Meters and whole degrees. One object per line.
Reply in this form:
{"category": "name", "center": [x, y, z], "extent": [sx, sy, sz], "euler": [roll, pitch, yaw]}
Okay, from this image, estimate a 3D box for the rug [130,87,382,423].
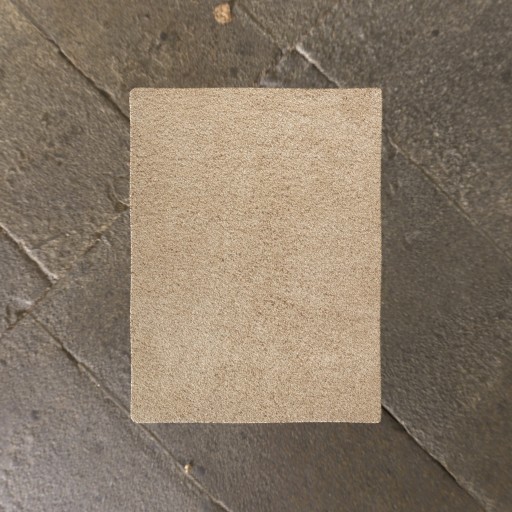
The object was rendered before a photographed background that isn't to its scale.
{"category": "rug", "center": [0.000, 0.000, 2.123], "extent": [1.199, 0.025, 1.600], "euler": [0, 91, 0]}
